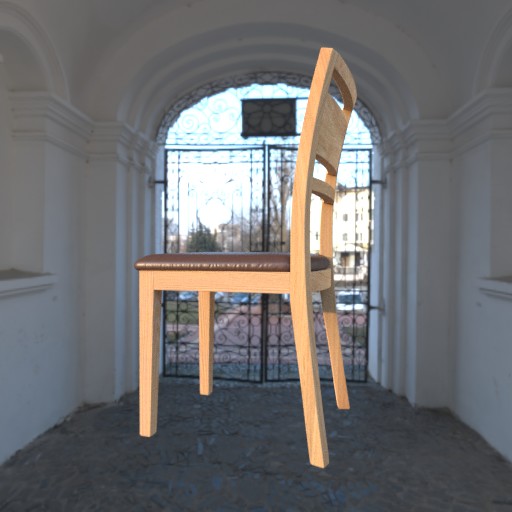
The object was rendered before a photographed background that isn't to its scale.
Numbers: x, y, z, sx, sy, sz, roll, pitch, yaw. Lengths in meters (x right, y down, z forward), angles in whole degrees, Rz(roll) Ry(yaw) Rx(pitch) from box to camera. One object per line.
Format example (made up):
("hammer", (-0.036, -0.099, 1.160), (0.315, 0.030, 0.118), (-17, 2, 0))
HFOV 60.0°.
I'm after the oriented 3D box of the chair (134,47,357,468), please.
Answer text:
("chair", (0.000, 0.000, 1.254), (0.545, 0.940, 0.420), (0, 1, 19))
